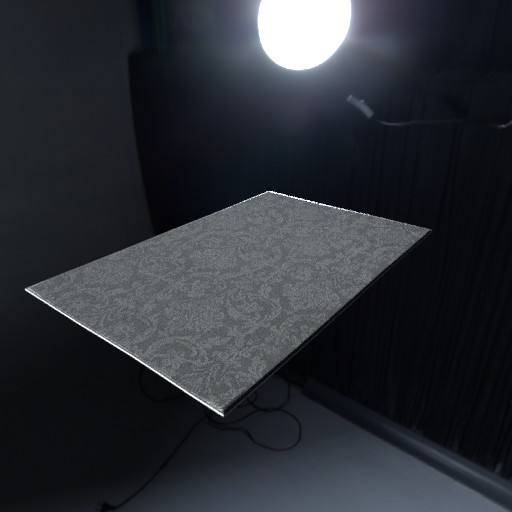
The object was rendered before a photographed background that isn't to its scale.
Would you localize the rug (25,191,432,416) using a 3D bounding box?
[{"bbox_3d":[0.000,0.000,3.460,1.819,0.018,2.746,19,32,34],"label":"rug"}]
